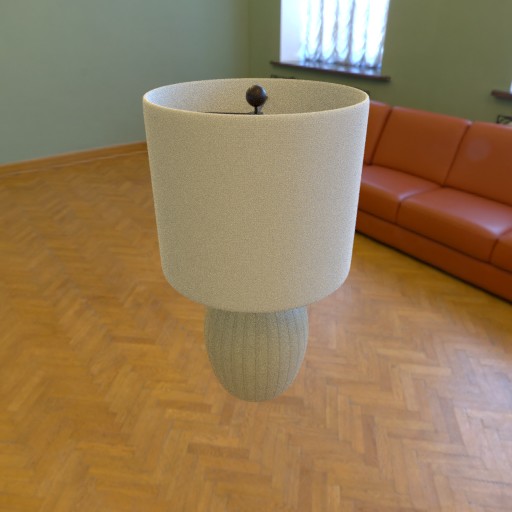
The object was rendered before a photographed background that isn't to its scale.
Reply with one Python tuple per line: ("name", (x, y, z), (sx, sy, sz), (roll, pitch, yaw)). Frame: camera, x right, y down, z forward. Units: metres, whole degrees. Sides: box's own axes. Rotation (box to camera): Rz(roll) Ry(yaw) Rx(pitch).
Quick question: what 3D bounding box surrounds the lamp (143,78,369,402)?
("lamp", (0.000, 0.000, 0.786), (0.329, 0.570, 0.329), (-21, 35, -33))
